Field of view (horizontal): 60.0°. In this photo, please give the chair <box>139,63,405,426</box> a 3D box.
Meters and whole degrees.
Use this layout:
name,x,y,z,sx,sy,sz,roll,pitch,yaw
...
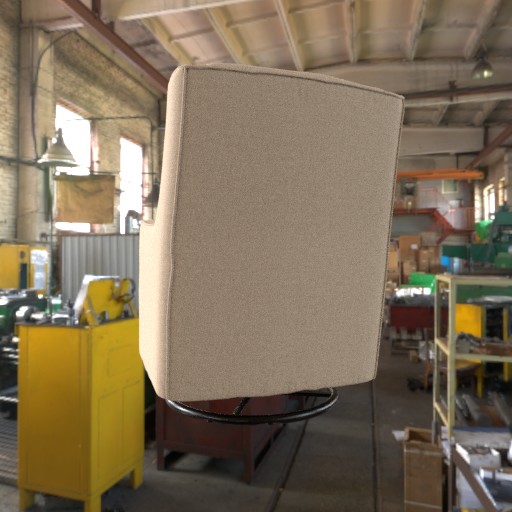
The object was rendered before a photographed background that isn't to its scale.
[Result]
name,x,y,z,sx,sy,sz,roll,pitch,yaw
chair,0.000,0.000,1.551,0.732,0.993,0.879,0,-1,-19
